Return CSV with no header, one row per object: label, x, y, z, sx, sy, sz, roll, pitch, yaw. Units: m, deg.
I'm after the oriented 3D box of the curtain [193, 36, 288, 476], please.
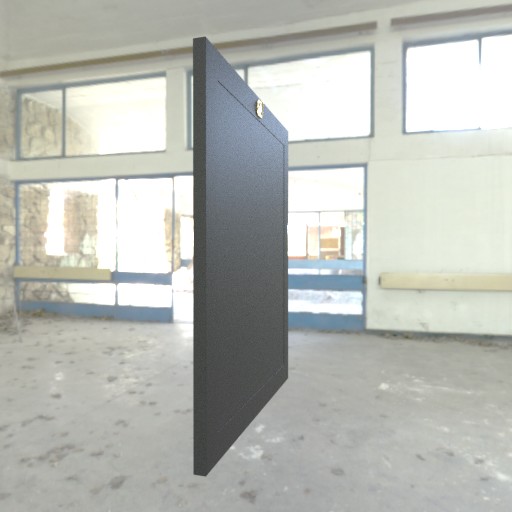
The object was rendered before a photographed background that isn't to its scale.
curtain,0.000,0.000,0.821,0.027,0.585,0.483,0,0,17
